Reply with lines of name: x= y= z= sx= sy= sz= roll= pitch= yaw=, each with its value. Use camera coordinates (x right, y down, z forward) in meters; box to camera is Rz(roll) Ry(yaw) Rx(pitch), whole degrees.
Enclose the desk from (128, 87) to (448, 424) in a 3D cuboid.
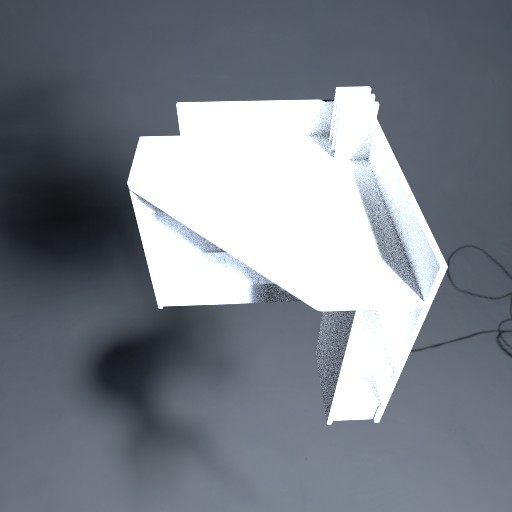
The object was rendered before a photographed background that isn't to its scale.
desk: x=0.000 y=0.000 z=1.741 sx=0.940 sy=0.986 sz=0.940 roll=-2 pitch=45 yaw=-2
